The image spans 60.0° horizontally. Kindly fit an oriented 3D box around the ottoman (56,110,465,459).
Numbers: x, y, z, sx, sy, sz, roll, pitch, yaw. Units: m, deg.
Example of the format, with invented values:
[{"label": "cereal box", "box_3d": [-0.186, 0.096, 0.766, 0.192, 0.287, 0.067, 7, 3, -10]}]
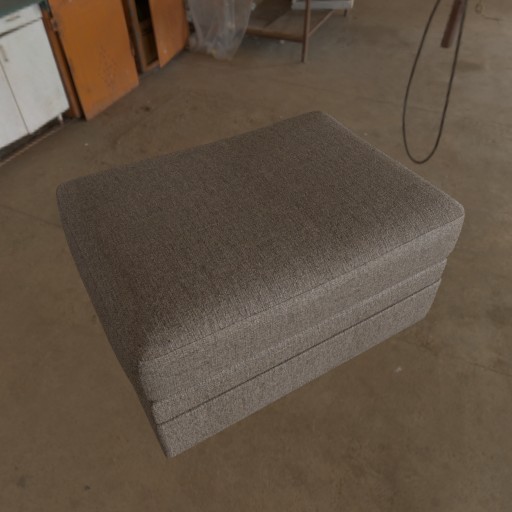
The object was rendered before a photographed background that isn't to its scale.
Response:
[{"label": "ottoman", "box_3d": [0.000, 0.000, 1.235, 0.885, 0.478, 0.637, -22, 49, -21]}]
